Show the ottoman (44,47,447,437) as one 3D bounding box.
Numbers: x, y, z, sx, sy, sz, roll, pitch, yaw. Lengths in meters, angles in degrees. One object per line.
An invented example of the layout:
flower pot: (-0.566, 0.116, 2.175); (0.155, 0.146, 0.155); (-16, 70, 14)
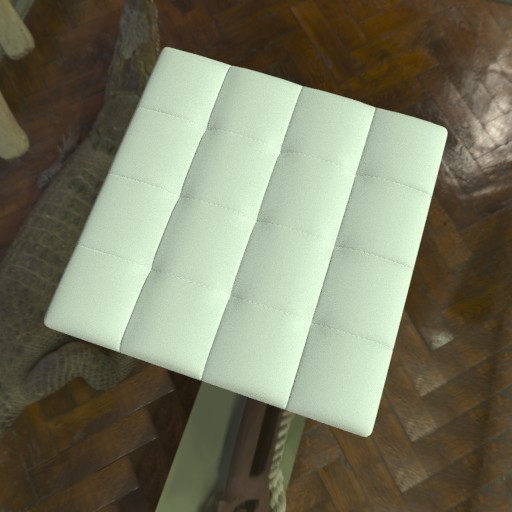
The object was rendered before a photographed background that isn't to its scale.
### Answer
ottoman: (0.000, 0.000, 0.772); (0.425, 0.432, 0.425); (18, 77, 4)
